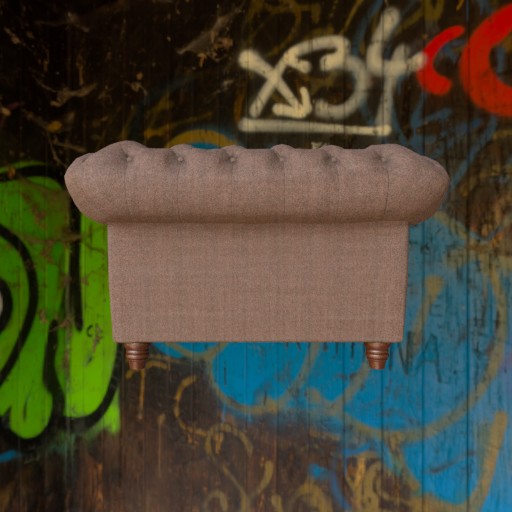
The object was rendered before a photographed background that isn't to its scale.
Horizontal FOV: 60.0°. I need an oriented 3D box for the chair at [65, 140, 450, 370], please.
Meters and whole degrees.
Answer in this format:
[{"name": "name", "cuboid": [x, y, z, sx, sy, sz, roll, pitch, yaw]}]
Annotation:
[{"name": "chair", "cuboid": [0.000, 0.000, 1.841, 1.298, 0.780, 0.945, 0, 0, 0]}]
